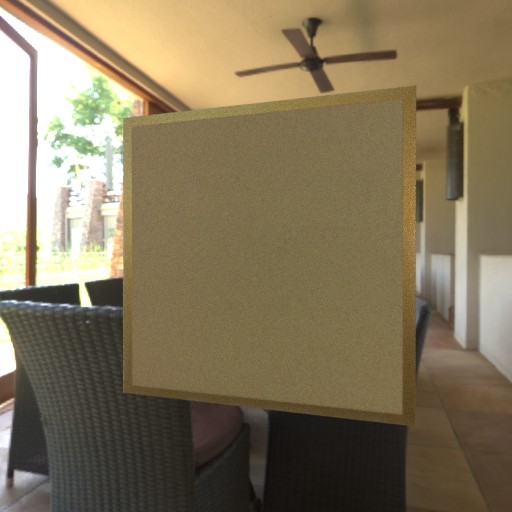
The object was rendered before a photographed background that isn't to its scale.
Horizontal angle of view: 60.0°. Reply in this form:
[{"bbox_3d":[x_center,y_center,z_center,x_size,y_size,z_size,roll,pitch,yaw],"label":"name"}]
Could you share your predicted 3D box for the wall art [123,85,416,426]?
[{"bbox_3d":[0.000,0.000,1.124,0.762,0.760,0.037,0,1,18],"label":"wall art"}]
